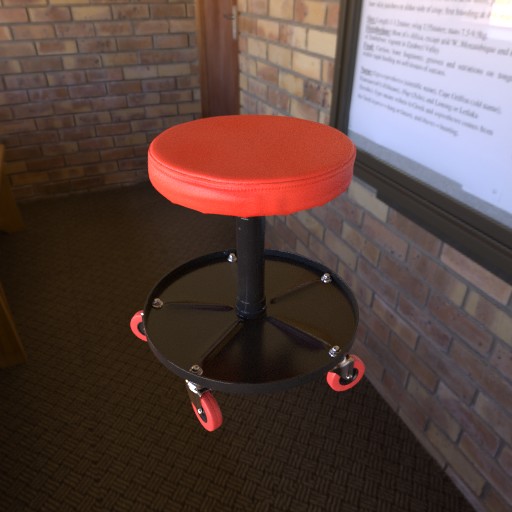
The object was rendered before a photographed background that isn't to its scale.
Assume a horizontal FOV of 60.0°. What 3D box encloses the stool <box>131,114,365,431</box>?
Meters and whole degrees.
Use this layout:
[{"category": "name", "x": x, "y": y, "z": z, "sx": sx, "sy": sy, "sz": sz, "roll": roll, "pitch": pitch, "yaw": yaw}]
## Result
[{"category": "stool", "x": 0.000, "y": 0.000, "z": 0.683, "sx": 0.381, "sy": 0.365, "sz": 0.382, "roll": 20, "pitch": 38, "yaw": 29}]
